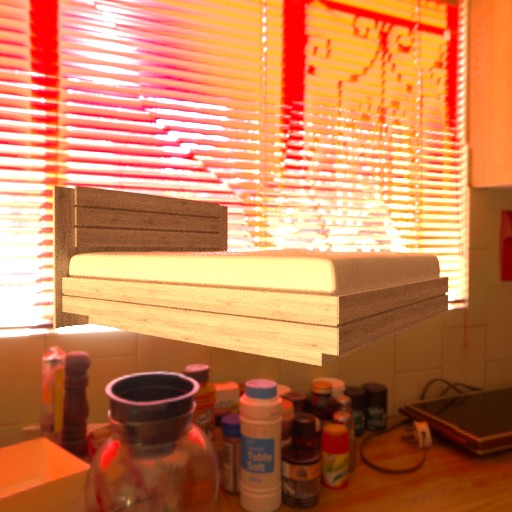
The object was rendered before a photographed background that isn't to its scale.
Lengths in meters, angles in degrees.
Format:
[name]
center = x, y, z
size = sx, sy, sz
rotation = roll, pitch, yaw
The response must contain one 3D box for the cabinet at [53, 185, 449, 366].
[cabinet]
center = 0.000, 0.000, 3.030
size = 2.080, 0.970, 1.750
rotation = 1, 1, 37
